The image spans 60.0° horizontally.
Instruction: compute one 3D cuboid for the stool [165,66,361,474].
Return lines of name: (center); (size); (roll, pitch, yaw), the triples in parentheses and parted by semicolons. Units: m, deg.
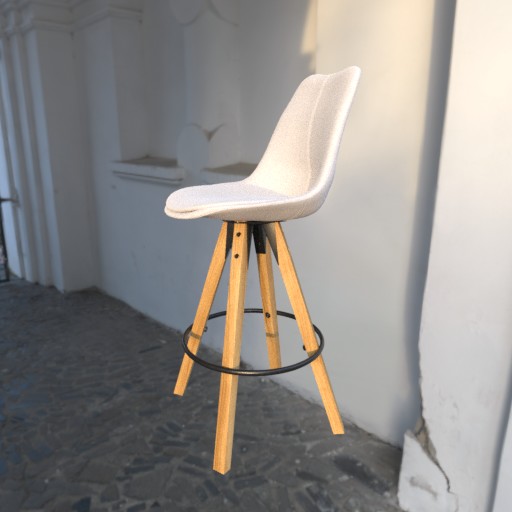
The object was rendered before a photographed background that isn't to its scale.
stool: (0.000, 0.000, 1.398); (0.550, 1.115, 0.484); (-7, 17, -24)
